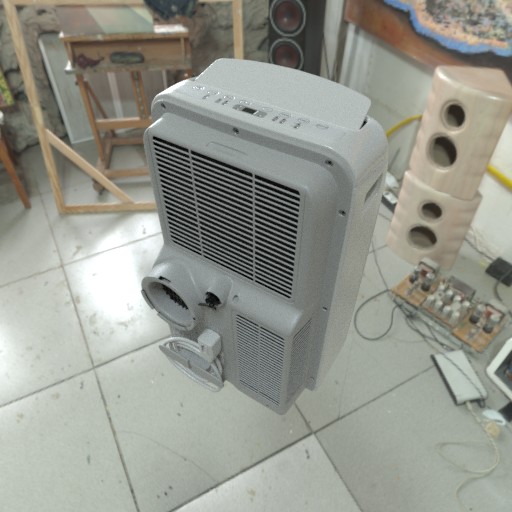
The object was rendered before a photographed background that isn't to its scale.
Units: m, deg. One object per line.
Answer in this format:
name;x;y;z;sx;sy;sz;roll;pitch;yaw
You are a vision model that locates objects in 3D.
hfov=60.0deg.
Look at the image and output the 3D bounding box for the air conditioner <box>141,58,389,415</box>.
air conditioner;0.000;0.000;1.055;0.449;0.786;0.414;25;51;22
